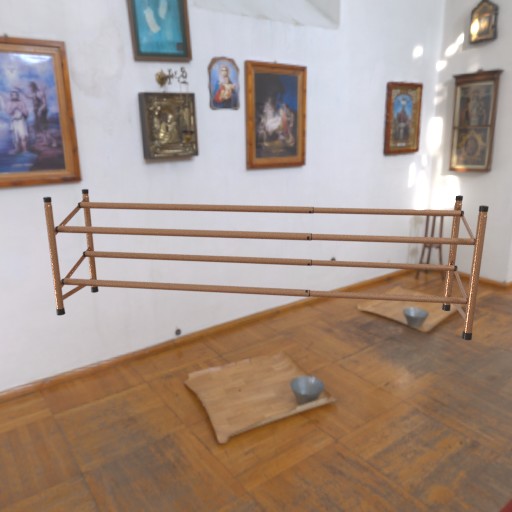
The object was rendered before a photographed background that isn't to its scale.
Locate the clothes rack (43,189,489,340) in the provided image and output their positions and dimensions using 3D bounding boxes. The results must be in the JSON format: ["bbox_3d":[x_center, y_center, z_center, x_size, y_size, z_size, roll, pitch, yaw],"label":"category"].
[{"bbox_3d":[0.000,0.000,1.294,1.168,0.349,0.229,2,15,8],"label":"clothes rack"}]
